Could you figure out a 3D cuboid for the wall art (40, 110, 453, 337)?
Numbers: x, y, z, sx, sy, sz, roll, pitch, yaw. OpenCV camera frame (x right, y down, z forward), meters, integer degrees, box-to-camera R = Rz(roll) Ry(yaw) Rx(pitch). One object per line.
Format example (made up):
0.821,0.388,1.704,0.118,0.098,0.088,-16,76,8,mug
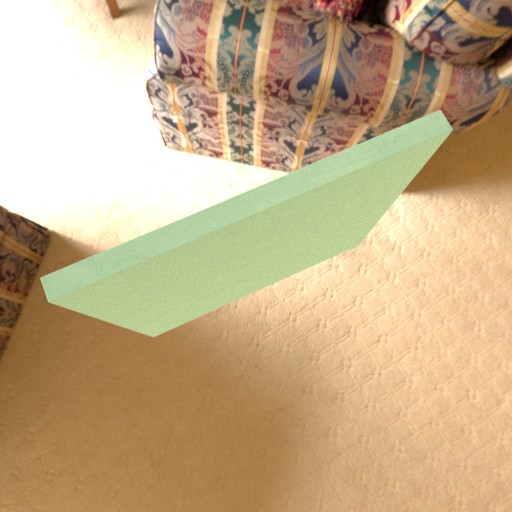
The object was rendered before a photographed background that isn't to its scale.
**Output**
0.000,0.000,0.897,0.603,0.603,0.036,-24,77,-6,wall art
